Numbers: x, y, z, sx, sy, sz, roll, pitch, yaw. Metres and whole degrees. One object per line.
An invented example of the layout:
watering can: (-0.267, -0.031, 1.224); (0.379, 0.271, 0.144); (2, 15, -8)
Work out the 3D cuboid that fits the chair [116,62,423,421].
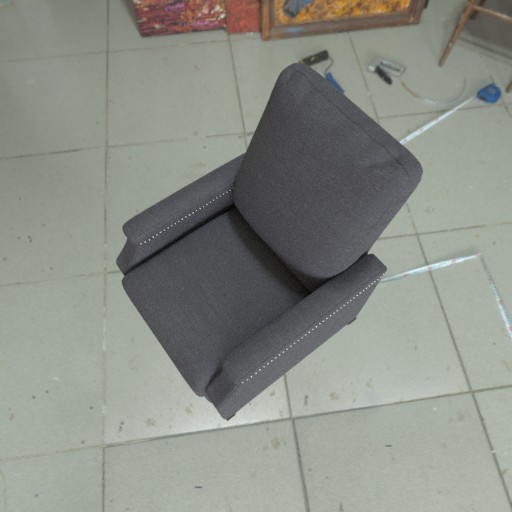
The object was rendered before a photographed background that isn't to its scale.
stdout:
chair: (0.000, 0.000, 1.649); (0.922, 1.049, 0.710); (-34, 69, -16)
